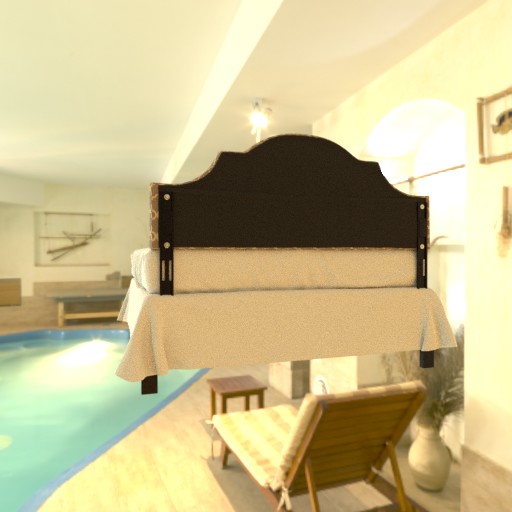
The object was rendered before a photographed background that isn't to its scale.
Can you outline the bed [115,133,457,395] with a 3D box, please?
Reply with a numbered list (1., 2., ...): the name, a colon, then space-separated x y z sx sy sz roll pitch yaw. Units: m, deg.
1. bed: 0.000 0.000 3.805 2.314 1.601 2.222 0 0 -18
